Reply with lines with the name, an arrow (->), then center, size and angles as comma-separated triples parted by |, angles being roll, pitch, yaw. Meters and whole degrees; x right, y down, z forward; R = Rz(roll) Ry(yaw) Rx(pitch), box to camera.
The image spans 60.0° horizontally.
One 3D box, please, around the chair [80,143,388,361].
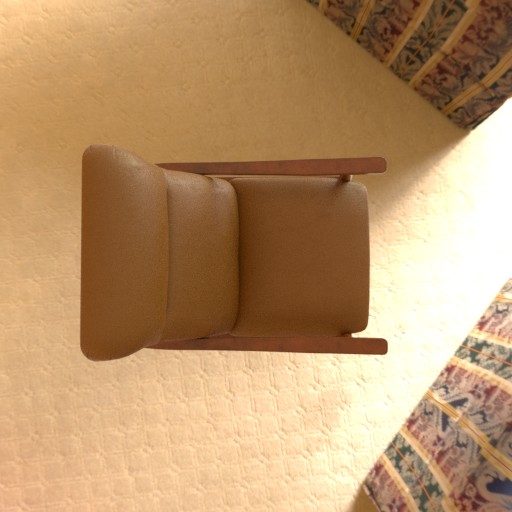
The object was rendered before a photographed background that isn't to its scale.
chair -> 0.000, 0.000, 1.789 | 1.014, 1.082, 0.762 | 0, 88, 0
